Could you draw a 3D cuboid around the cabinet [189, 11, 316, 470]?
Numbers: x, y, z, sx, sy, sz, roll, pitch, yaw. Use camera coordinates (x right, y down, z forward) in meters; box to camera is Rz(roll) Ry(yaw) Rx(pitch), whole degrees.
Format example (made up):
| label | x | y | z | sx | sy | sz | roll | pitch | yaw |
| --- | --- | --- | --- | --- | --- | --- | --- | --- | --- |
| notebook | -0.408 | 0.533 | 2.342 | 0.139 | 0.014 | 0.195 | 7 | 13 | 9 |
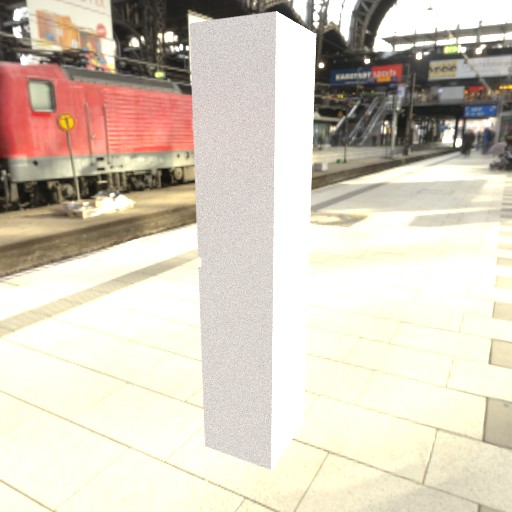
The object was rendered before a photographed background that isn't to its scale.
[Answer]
| label | x | y | z | sx | sy | sz | roll | pitch | yaw |
| --- | --- | --- | --- | --- | --- | --- | --- | --- | --- |
| cabinet | 0.000 | 0.000 | 1.503 | 0.269 | 1.400 | 0.300 | 8 | 17 | 26 |
